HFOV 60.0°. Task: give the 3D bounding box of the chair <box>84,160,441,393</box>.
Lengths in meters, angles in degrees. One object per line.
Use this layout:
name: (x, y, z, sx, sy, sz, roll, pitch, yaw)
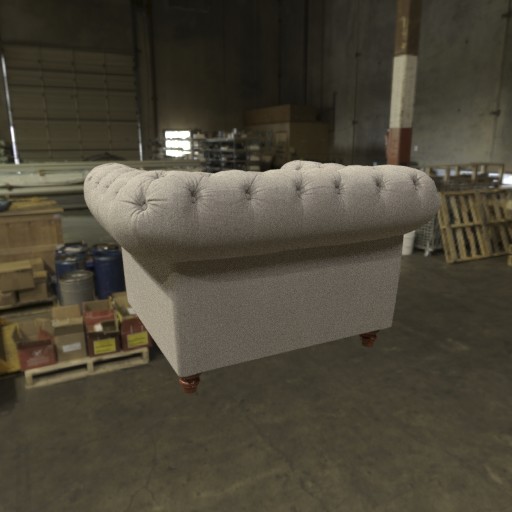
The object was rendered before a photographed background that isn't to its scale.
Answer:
chair: (0.000, 0.000, 1.894, 1.270, 0.770, 0.976, -7, 16, -26)
